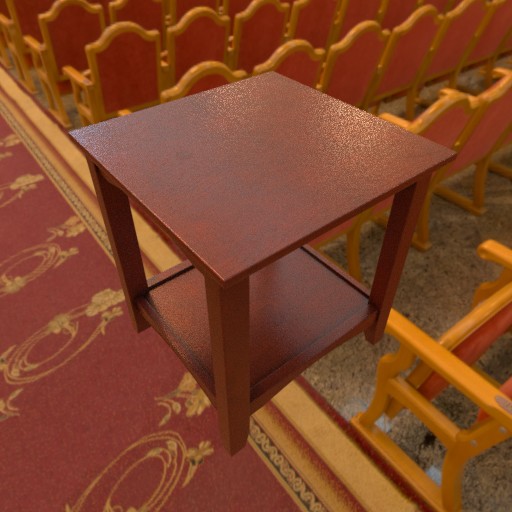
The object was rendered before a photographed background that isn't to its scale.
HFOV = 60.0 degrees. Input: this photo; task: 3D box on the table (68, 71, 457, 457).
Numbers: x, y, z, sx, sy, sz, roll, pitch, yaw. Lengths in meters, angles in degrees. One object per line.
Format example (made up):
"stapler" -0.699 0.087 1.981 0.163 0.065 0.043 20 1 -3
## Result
"table" 0.000 0.000 0.988 0.523 0.558 0.522 -26 49 -26
